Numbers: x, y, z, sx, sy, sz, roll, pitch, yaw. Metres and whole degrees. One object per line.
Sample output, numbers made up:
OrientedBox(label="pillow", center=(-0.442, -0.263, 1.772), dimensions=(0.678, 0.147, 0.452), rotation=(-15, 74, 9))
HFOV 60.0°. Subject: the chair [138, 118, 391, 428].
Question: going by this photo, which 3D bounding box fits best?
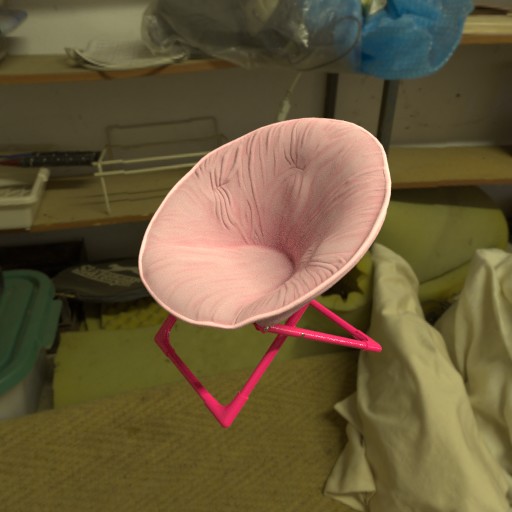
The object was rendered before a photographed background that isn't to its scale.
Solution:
OrientedBox(label="chair", center=(0.000, 0.000, 0.925), dimensions=(0.459, 0.494, 0.522), rotation=(-20, 36, -31))
